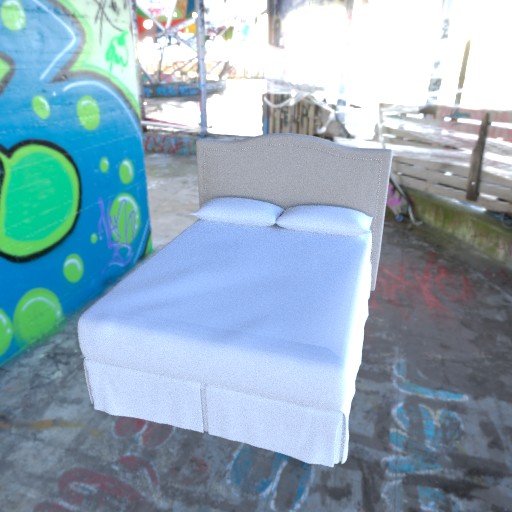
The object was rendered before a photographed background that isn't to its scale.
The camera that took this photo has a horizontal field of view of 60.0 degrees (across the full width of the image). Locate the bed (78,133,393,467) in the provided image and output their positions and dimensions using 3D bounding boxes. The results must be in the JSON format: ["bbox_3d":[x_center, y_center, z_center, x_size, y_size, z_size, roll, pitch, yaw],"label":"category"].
[{"bbox_3d":[0.000,0.000,3.129,1.678,1.398,2.052,7,25,15],"label":"bed"}]
